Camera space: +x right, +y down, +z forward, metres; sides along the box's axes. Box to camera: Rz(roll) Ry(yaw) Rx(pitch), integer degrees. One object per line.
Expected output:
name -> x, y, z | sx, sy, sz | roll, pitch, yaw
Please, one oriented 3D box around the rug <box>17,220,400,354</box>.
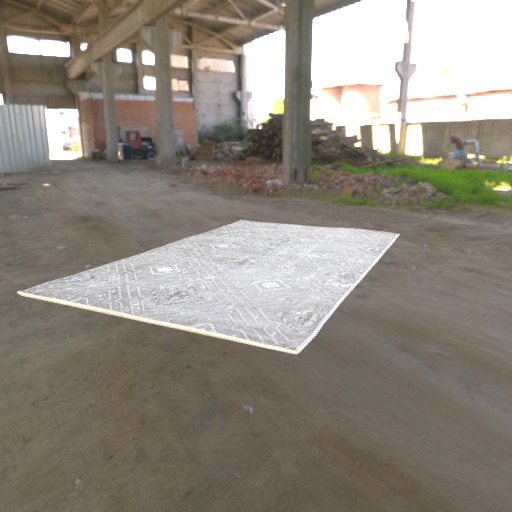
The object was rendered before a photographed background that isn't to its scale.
rug -> 0.000, 0.000, 3.009 | 1.537, 0.036, 2.447 | 7, 16, 25
